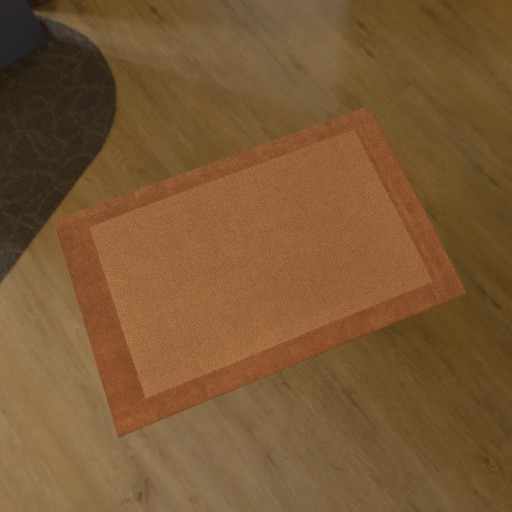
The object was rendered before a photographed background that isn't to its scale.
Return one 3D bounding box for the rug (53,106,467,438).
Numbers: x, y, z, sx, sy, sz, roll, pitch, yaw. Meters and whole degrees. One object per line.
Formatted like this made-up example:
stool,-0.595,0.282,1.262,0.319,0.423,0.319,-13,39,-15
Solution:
rug,0.000,0.000,3.023,2.438,0.014,1.524,-21,76,-5
